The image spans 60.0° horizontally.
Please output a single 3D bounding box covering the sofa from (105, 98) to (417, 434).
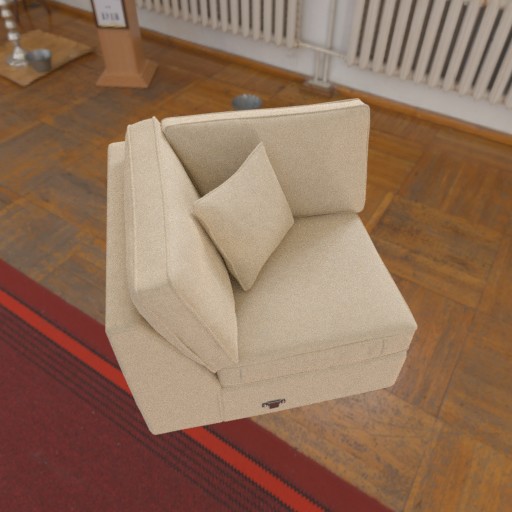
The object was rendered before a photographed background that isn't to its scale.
[{"bbox_3d":[0.000,0.000,1.959,1.146,1.002,1.084,-9,47,-9],"label":"sofa"}]
